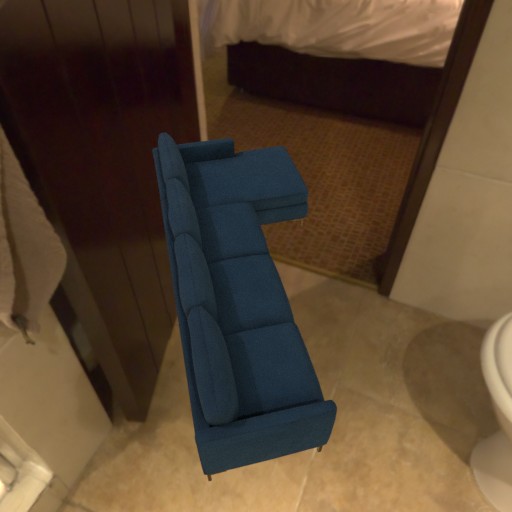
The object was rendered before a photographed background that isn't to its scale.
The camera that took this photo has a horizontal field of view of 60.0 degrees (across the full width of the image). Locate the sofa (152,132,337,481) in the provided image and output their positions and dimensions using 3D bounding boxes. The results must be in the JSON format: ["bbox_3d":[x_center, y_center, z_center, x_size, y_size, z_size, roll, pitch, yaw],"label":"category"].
[{"bbox_3d":[0.000,0.000,3.519,1.350,0.810,2.932,-10,47,-9],"label":"sofa"}]
